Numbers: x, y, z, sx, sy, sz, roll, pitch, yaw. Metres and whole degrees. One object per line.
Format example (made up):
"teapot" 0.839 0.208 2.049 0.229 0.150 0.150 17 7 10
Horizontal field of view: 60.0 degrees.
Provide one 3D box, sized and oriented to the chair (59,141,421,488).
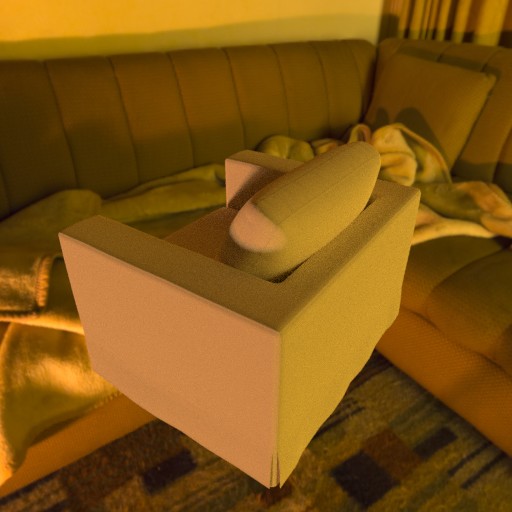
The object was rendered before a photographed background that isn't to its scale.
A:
"chair" 0.000 0.000 1.808 0.957 0.878 1.150 20 37 29
